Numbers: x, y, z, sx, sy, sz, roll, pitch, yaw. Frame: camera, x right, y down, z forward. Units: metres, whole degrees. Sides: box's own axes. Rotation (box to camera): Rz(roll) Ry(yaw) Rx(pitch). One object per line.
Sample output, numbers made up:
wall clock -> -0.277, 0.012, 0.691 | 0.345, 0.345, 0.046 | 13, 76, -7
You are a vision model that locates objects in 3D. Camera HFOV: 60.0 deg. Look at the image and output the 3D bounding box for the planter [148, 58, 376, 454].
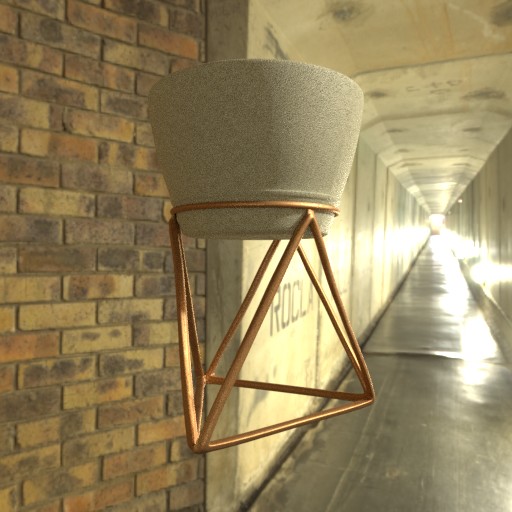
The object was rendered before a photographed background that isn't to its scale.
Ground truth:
planter -> 0.000, 0.000, 0.738 | 0.350, 0.504, 0.350 | 0, 0, -36
